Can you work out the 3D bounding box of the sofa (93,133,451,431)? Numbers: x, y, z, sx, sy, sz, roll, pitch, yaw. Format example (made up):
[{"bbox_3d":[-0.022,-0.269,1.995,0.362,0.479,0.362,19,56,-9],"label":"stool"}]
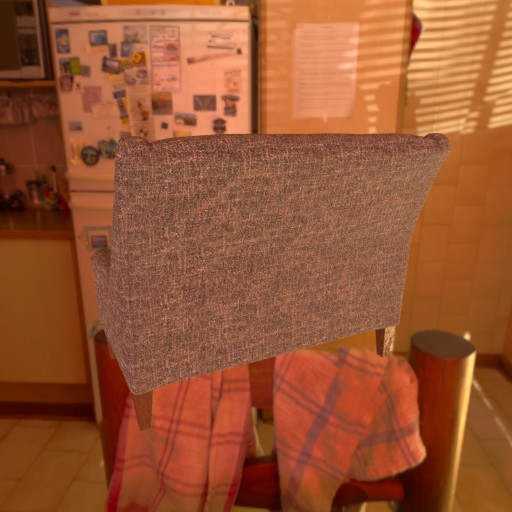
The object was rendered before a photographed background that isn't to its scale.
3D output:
[{"bbox_3d":[0.000,0.000,1.892,1.242,1.021,0.870,-8,18,-26],"label":"sofa"}]
